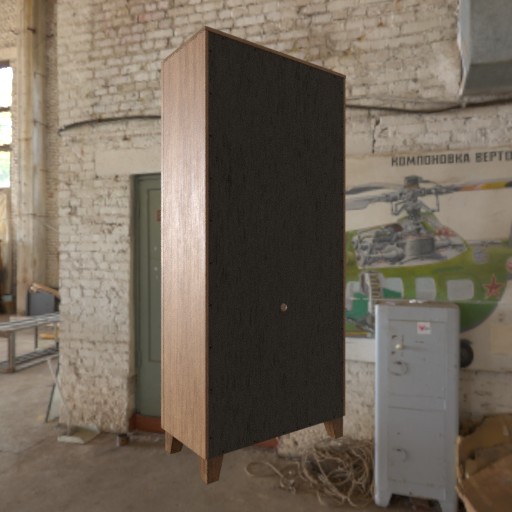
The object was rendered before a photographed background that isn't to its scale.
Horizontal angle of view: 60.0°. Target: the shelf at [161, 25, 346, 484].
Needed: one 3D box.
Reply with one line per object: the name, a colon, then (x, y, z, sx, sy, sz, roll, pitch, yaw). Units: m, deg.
shelf: (0.000, 0.000, 2.295, 0.864, 1.930, 0.453, 0, 0, -37)
